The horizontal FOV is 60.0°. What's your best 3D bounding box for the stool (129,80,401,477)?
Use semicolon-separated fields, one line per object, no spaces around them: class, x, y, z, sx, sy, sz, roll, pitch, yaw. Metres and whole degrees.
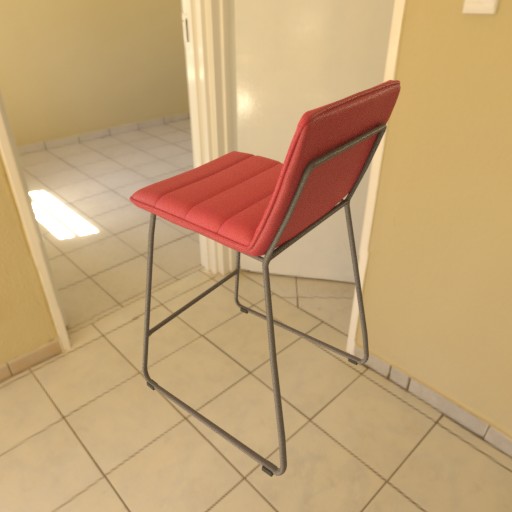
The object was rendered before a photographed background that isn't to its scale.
stool;0.000;0.000;1.145;0.524;0.866;0.489;22;38;31
